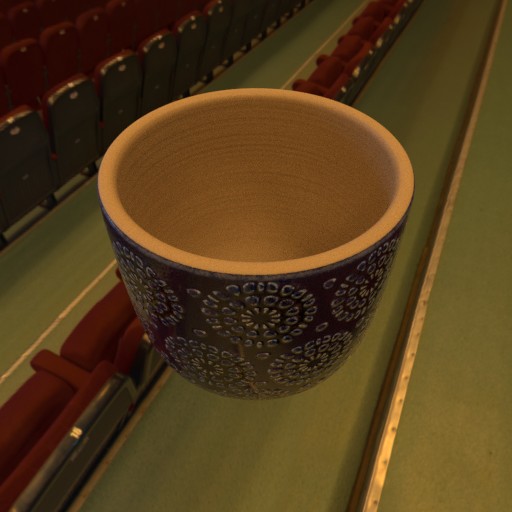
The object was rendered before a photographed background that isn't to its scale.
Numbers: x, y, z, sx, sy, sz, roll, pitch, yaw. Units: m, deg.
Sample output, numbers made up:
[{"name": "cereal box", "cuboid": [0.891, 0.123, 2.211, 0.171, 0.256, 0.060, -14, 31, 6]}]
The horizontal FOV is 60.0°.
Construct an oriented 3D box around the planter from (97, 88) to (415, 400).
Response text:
[{"name": "planter", "cuboid": [0.000, 0.000, 0.286, 0.165, 0.149, 0.165, 0, 46, 0]}]
